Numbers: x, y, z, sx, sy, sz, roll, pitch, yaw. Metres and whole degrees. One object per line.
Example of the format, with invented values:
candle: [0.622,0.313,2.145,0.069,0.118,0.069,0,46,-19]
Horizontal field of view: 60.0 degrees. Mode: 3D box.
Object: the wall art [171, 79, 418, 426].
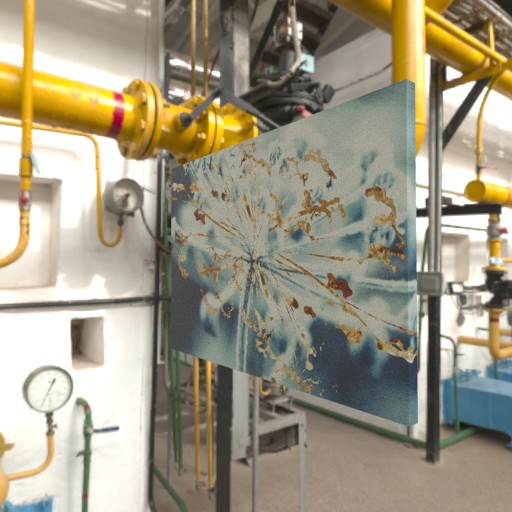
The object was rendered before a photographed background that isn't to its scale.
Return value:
wall art: [0.000,0.000,1.431,0.035,0.759,1.138,1,-2,-37]
